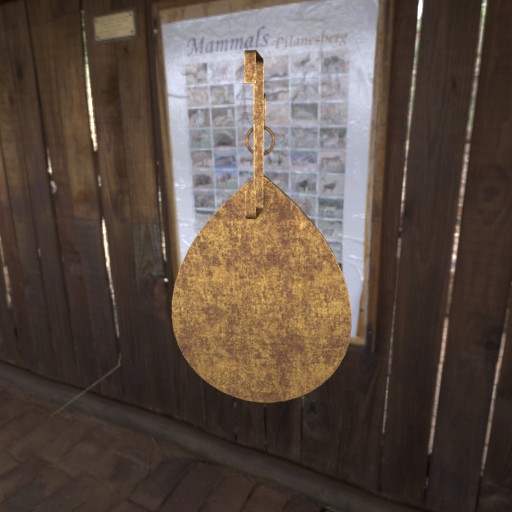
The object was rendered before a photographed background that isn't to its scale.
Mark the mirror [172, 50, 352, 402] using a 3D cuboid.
[{"bbox_3d":[0.000,0.000,0.896,0.405,0.744,0.144,2,16,8],"label":"mirror"}]
